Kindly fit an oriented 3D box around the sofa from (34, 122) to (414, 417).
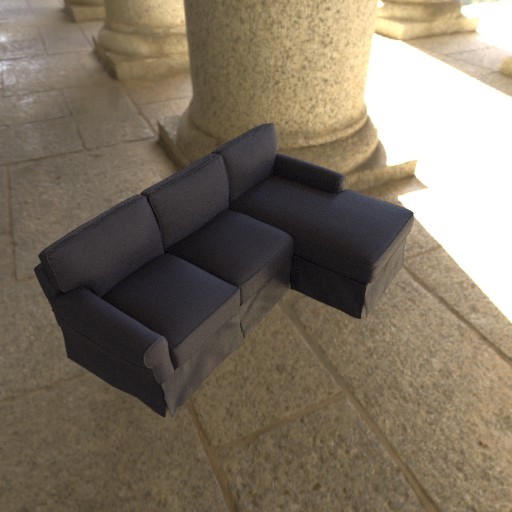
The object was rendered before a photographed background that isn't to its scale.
[{"bbox_3d":[0.000,0.000,3.345,1.637,1.039,2.518,24,45,27],"label":"sofa"}]
